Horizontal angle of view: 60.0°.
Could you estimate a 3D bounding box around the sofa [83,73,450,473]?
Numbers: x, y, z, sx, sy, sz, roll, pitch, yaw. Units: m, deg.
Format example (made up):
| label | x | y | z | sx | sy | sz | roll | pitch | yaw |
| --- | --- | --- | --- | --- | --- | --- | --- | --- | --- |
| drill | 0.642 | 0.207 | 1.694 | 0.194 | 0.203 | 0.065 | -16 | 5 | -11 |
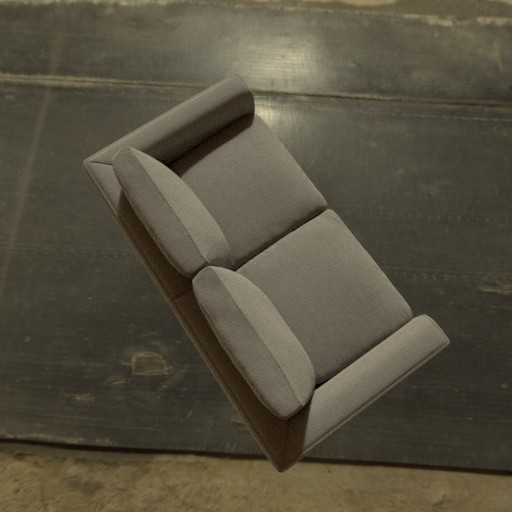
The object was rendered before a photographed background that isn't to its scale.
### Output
| label | x | y | z | sx | sy | sz | roll | pitch | yaw |
| --- | --- | --- | --- | --- | --- | --- | --- | --- | --- |
| sofa | 0.000 | 0.000 | 2.437 | 1.069 | 0.800 | 1.920 | -33 | 77 | -9 |
